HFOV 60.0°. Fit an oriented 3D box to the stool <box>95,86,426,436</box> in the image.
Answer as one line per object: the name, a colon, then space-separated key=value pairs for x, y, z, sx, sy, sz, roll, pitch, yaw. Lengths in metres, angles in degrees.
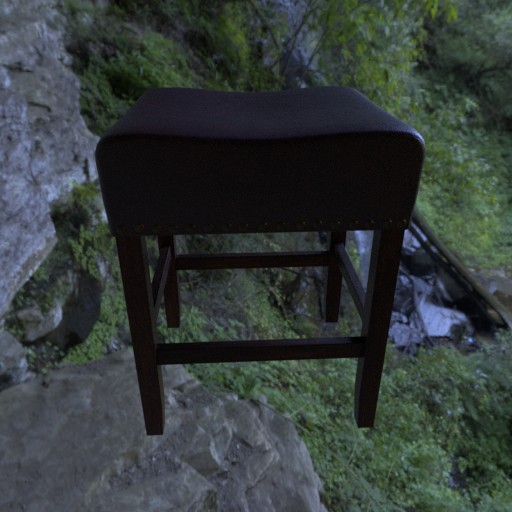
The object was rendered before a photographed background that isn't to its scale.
stool: x=0.000 y=0.000 z=0.913 sx=0.465 sy=0.608 sz=0.397 roll=-1 pitch=30 yaw=-3
